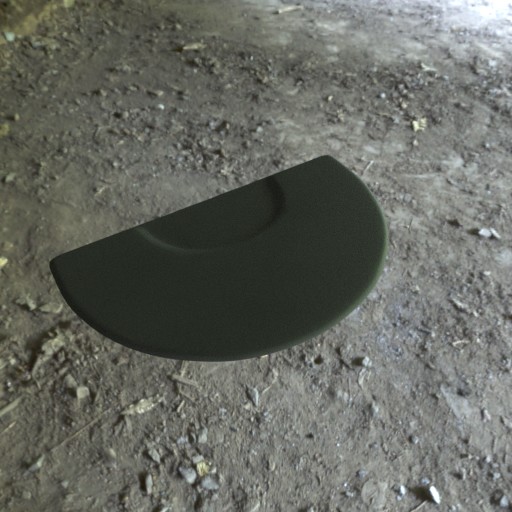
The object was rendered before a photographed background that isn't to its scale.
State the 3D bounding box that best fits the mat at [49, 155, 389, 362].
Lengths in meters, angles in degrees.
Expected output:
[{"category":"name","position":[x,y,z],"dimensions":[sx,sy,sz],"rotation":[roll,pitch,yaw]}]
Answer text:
[{"category":"mat","position":[0.000,0.000,1.889],"dimensions":[1.525,0.022,0.917],"rotation":[-24,51,-22]}]
